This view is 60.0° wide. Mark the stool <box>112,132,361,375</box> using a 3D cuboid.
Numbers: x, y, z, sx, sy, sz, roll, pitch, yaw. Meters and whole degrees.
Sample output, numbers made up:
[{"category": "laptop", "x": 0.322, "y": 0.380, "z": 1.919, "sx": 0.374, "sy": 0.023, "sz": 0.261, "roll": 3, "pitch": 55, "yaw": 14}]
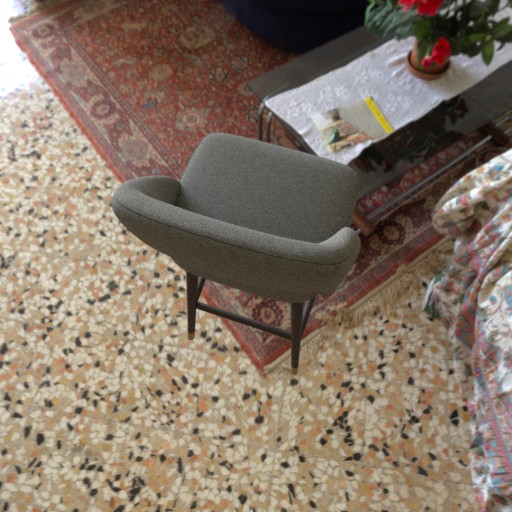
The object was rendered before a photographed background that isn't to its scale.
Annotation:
[{"category": "stool", "x": 0.000, "y": 0.000, "z": 1.340, "sx": 0.536, "sy": 1.089, "sz": 0.524, "roll": 17, "pitch": 65, "yaw": 8}]
